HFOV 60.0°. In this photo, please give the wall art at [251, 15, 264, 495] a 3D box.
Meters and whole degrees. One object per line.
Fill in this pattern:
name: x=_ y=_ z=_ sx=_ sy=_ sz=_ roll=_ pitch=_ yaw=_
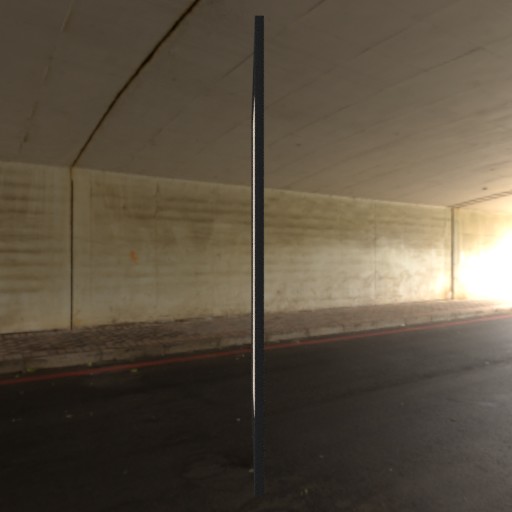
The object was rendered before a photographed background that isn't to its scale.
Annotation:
wall art: x=0.000 y=0.000 z=0.835 sx=0.013 sy=0.657 sz=0.457 roll=0 pitch=-1 yaw=-1
